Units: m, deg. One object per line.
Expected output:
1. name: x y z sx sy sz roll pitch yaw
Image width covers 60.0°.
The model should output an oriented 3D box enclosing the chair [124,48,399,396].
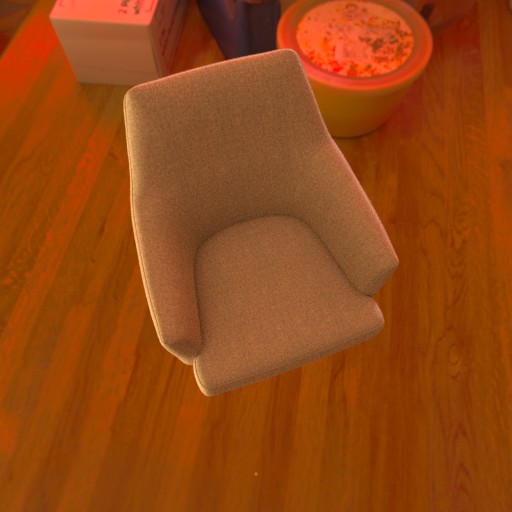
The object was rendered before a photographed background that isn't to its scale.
1. chair: 0.000 0.000 1.321 0.642 0.874 0.677 -18 65 -9
